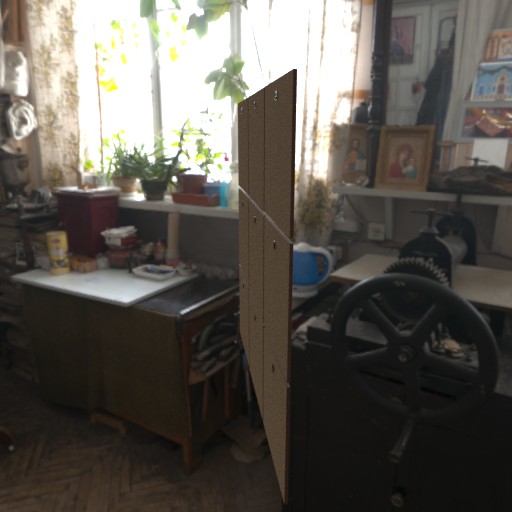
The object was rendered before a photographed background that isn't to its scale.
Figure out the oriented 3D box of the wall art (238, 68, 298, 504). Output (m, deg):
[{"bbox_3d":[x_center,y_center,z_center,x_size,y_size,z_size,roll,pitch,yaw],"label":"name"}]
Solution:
[{"bbox_3d":[0.000,0.000,2.206,0.019,1.532,1.533,-2,15,-8],"label":"wall art"}]
